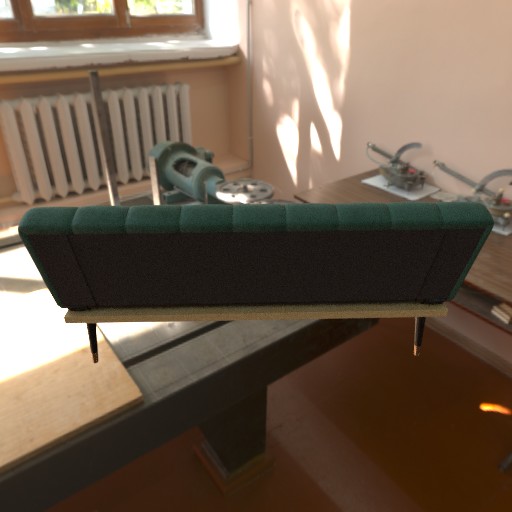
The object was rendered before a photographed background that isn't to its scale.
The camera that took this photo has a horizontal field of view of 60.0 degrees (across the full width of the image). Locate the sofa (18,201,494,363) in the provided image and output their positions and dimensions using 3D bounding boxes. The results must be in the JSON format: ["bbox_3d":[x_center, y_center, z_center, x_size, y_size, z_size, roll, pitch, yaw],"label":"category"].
[{"bbox_3d":[0.000,0.000,2.200,1.810,0.820,0.830,-1,30,-2],"label":"sofa"}]
